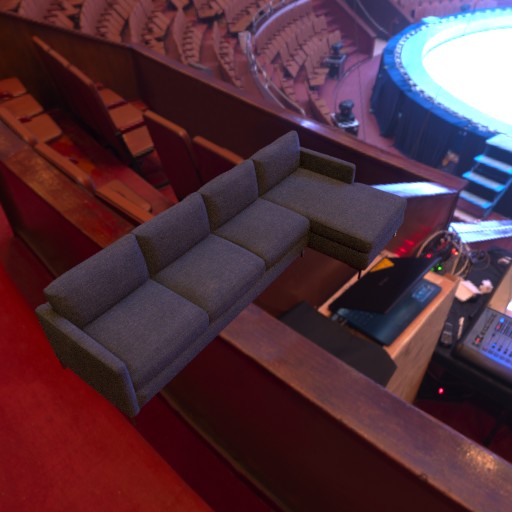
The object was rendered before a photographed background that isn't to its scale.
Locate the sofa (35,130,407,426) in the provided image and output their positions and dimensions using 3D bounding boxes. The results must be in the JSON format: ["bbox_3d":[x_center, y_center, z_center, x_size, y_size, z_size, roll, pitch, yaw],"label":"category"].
[{"bbox_3d":[0.000,0.000,3.473,1.350,0.810,2.932,26,47,27],"label":"sofa"}]
